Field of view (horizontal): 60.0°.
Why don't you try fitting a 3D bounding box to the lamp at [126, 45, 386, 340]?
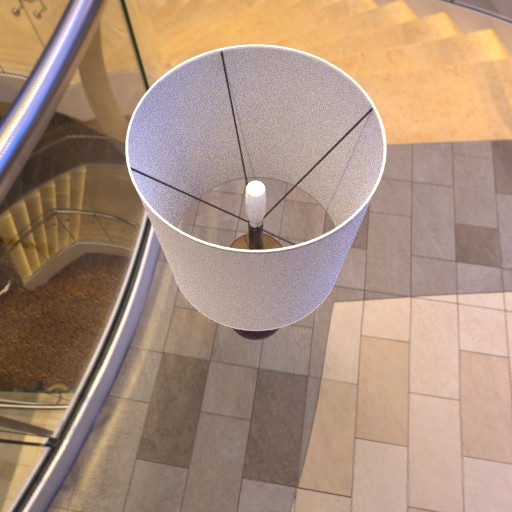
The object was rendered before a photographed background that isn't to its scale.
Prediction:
[{"bbox_3d":[0.000,0.000,0.563,0.208,0.455,0.208,-34,69,-15],"label":"lamp"}]
